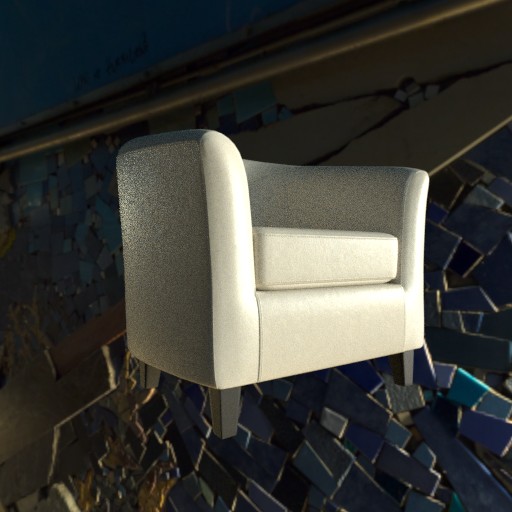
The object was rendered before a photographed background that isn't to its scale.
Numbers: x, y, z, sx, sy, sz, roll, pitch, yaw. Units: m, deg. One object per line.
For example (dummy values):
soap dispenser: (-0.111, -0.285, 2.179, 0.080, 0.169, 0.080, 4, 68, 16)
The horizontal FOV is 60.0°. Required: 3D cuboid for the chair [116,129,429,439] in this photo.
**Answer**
chair: (0.000, 0.000, 1.377, 0.792, 0.756, 0.727, 0, 0, -36)
